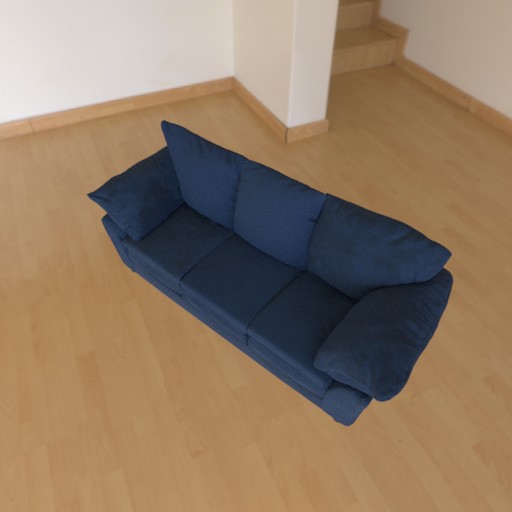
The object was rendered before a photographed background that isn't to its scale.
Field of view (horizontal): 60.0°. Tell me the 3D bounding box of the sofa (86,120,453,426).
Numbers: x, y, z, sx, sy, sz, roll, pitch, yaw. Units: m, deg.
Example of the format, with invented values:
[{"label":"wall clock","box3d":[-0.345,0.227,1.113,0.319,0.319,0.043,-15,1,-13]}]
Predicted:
[{"label":"sofa","box3d":[0.000,0.000,2.941,2.390,1.091,0.907,31,54,26]}]
